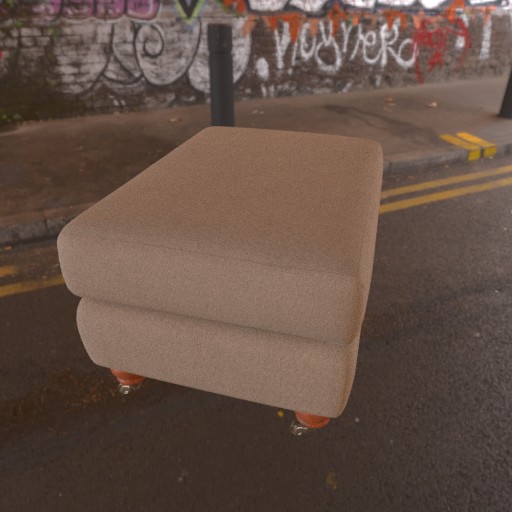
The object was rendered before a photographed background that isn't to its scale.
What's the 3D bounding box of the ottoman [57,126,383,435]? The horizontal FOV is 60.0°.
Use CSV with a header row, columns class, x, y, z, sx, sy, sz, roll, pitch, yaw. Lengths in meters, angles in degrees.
class,x,y,z,sx,sy,sz,roll,pitch,yaw
ottoman,0.000,0.000,1.134,0.569,0.504,0.773,8,32,14
